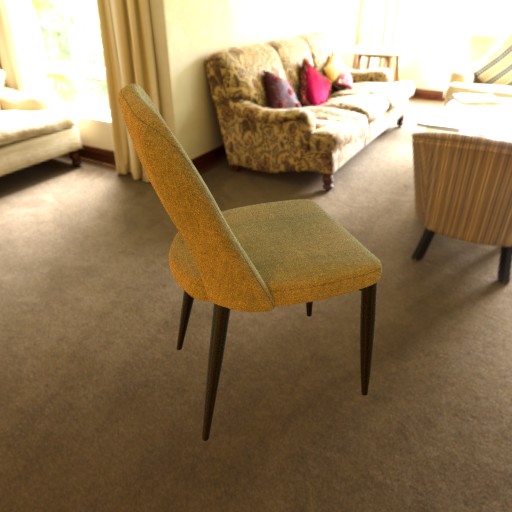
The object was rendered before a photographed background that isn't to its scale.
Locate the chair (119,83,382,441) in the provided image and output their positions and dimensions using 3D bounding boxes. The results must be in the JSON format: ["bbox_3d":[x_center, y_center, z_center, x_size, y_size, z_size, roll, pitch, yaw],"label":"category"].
[{"bbox_3d":[0.000,0.000,1.261,0.612,0.931,0.470,-10,33,-16],"label":"chair"}]
